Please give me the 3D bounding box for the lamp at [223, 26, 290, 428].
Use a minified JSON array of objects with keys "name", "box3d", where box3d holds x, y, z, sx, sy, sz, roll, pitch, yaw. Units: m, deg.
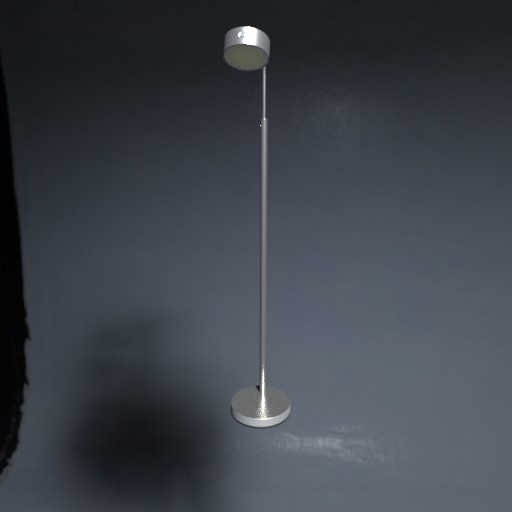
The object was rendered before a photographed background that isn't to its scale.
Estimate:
[{"name":"lamp","box3d":[0.000,0.000,1.419,0.222,1.250,0.421,2,15,9]}]
